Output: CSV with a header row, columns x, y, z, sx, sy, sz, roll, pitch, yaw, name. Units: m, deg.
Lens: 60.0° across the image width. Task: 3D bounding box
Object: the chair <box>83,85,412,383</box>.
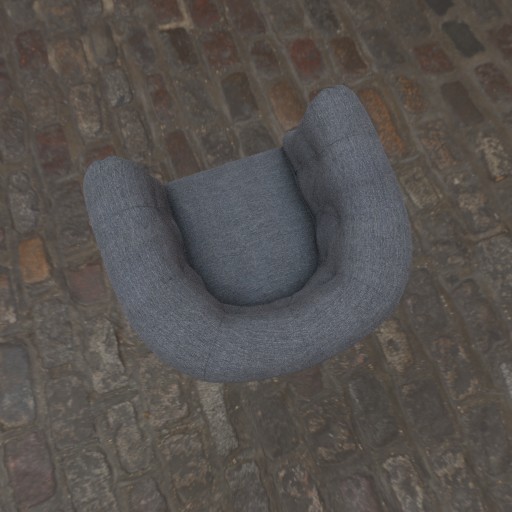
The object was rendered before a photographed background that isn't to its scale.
x,y,z,sx,sy,sz,roll,pitch,yaw,name
0.000,0.000,1.608,0.905,0.827,0.852,-19,75,-5,chair
